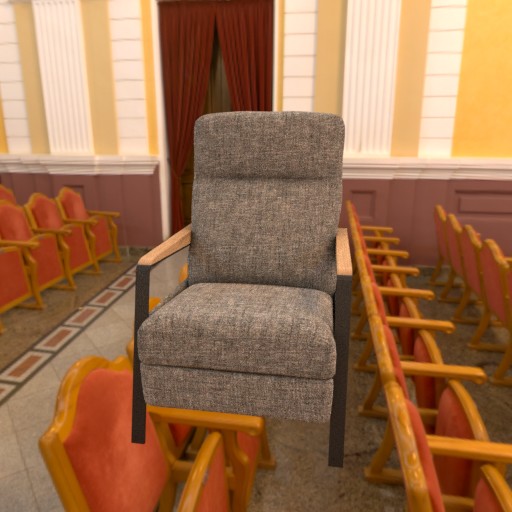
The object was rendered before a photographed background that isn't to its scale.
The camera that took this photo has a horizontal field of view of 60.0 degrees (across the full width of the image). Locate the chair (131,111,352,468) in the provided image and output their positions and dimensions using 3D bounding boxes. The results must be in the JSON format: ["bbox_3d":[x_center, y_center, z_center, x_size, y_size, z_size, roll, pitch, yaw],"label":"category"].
[{"bbox_3d":[0.000,0.000,1.643,0.671,1.042,0.868,3,16,9],"label":"chair"}]
